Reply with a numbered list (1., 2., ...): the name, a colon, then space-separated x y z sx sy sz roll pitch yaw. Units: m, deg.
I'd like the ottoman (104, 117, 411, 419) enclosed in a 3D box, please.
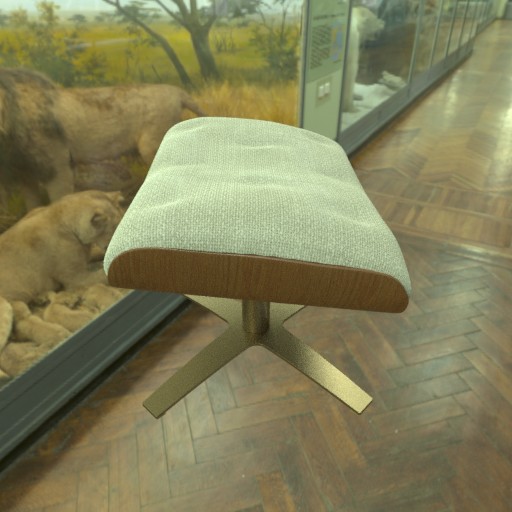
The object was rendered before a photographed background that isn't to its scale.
1. ottoman: 0.000 0.000 0.801 0.394 0.391 0.520 -1 32 -1
